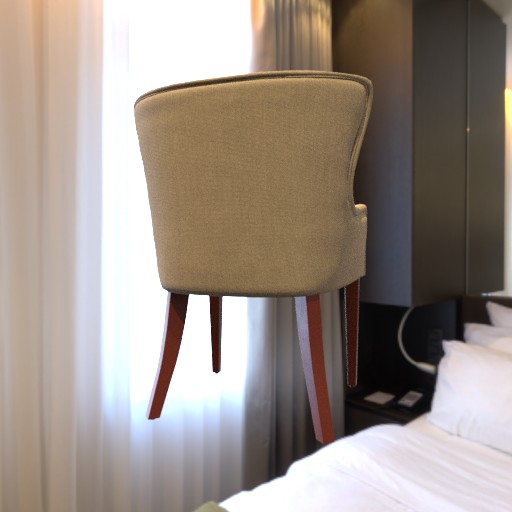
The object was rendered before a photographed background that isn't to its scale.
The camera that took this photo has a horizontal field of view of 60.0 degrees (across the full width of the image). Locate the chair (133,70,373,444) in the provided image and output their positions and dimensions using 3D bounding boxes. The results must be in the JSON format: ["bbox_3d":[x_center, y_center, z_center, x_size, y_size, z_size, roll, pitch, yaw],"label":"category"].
[{"bbox_3d":[0.000,0.000,1.410,0.732,0.948,0.677,0,1,19],"label":"chair"}]
